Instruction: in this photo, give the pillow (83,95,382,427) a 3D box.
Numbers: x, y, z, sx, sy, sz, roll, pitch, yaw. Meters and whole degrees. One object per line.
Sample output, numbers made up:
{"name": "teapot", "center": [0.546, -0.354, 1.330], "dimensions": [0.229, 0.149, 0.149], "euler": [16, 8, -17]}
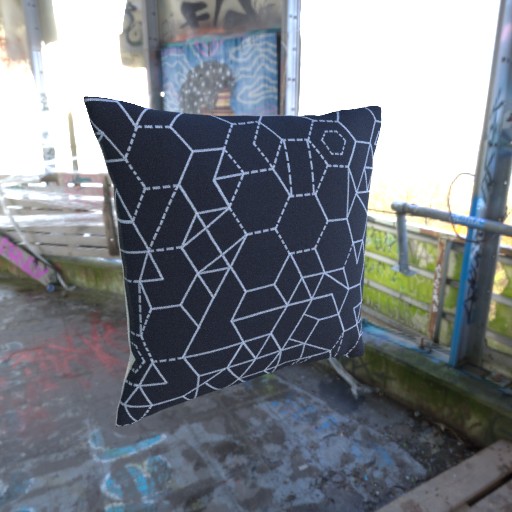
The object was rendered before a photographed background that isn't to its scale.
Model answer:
{"name": "pillow", "center": [0.000, 0.000, 0.766], "dimensions": [0.517, 0.508, 0.158], "euler": [-9, 19, -27]}
